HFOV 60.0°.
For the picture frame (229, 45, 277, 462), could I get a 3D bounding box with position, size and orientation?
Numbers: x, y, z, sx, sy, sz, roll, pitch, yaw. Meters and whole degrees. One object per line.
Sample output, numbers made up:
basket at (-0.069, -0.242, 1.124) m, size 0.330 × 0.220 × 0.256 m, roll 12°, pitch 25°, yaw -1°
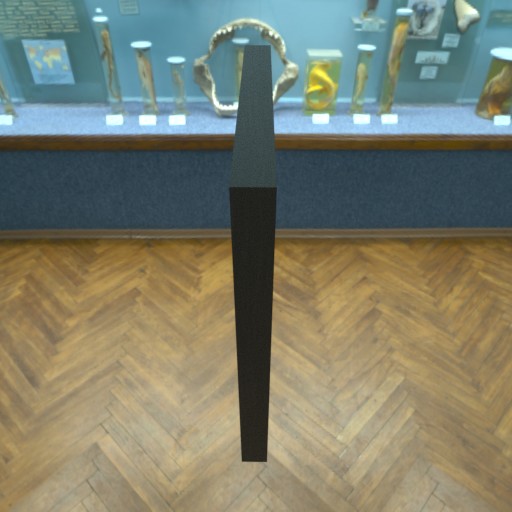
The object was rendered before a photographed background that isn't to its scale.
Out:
picture frame at (0.000, 0.000, 0.762) m, size 0.044 × 0.555 × 0.452 m, roll 0°, pitch 41°, yaw 1°
